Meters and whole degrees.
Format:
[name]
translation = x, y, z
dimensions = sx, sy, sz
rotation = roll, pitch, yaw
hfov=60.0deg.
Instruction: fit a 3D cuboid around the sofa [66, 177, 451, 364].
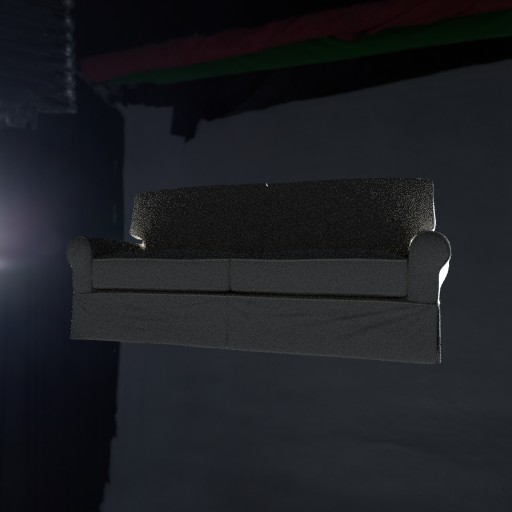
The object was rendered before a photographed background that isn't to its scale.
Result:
[sofa]
translation = 0.000, 0.000, 2.580
dimensions = 2.021, 0.937, 0.862
rotation = 0, 0, 18
